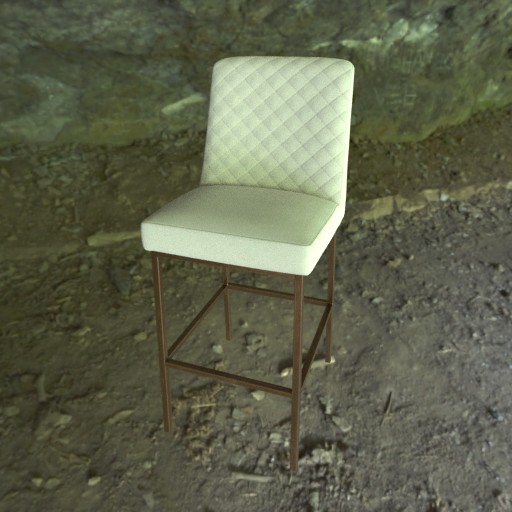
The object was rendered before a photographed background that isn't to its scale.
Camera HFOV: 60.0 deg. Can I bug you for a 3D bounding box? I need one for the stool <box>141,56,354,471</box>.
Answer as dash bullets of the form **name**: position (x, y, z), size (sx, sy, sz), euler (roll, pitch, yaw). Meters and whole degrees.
- **stool**: position (0.000, 0.000, 1.342), size (0.462, 1.084, 0.546), euler (9, 28, 17)
